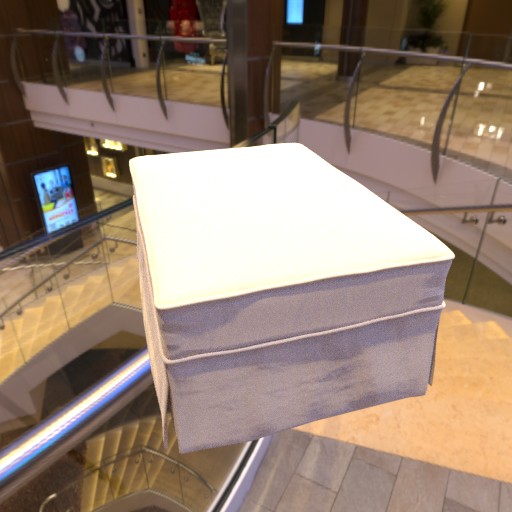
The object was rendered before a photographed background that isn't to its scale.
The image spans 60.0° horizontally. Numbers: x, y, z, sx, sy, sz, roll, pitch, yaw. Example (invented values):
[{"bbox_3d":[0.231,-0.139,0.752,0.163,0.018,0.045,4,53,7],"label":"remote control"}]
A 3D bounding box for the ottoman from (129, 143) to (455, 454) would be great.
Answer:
[{"bbox_3d":[0.000,0.000,1.331,0.703,0.479,0.944,-9,31,-15],"label":"ottoman"}]
